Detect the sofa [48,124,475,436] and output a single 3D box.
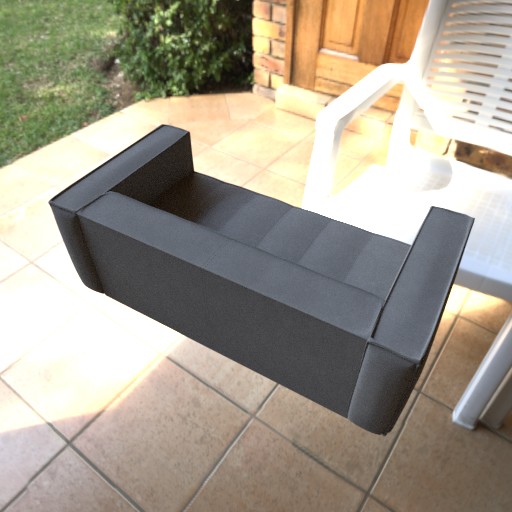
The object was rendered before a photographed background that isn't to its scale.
[{"bbox_3d":[0.000,0.000,2.484,1.995,0.680,1.038,22,48,21],"label":"sofa"}]
